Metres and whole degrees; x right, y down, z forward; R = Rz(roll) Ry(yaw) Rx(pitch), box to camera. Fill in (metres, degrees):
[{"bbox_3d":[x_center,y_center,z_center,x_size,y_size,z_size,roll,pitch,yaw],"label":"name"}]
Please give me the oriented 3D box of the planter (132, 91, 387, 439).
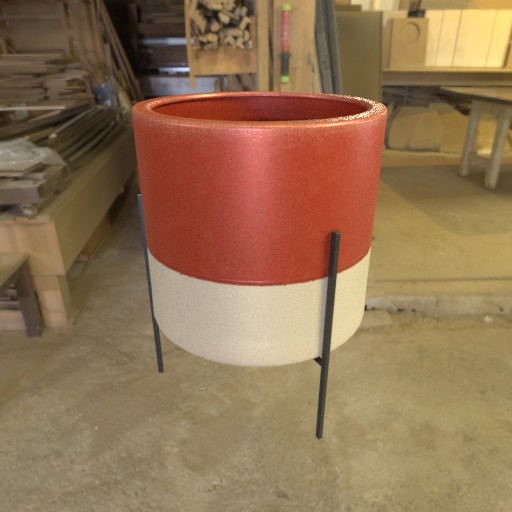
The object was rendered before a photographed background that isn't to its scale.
[{"bbox_3d":[0.000,0.000,0.710,0.354,0.465,0.345,0,26,-1],"label":"planter"}]
